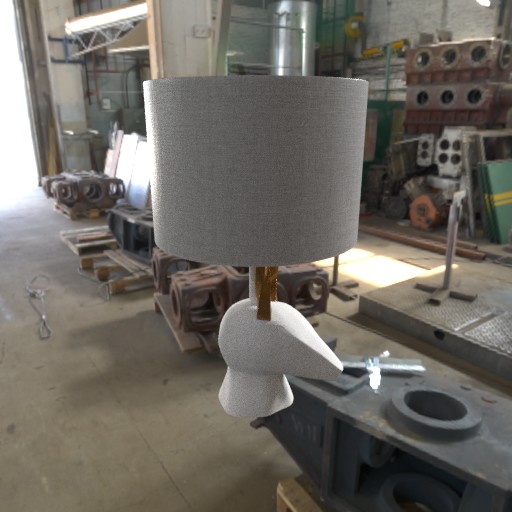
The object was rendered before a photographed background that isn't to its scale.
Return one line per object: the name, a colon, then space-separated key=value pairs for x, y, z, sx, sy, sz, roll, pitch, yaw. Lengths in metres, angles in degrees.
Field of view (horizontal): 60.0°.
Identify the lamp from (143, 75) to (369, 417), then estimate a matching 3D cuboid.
lamp: x=0.000 y=0.000 z=0.679 sx=0.298 sy=0.503 sz=0.298 roll=3 pitch=18 yaw=9
